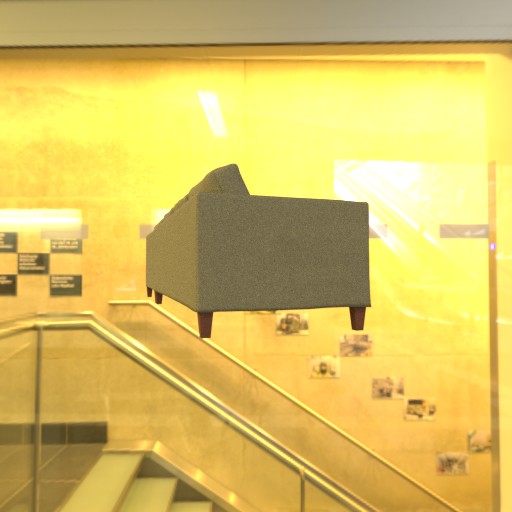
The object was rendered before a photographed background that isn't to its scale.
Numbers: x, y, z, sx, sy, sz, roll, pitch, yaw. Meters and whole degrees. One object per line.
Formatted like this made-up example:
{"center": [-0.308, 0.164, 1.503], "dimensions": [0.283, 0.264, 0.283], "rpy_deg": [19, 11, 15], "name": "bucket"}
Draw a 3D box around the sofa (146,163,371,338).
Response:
{"center": [0.000, 0.000, 3.797], "dimensions": [1.625, 0.861, 3.186], "rpy_deg": [1, -2, -18], "name": "sofa"}
